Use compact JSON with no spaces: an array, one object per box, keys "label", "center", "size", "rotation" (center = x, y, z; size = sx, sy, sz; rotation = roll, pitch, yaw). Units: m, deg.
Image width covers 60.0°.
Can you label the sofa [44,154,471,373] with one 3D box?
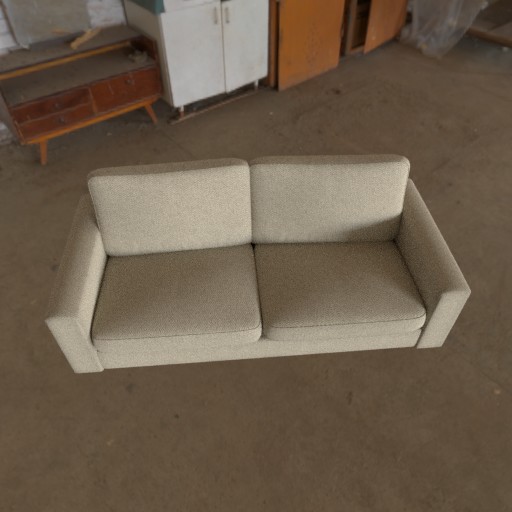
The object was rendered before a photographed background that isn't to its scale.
[{"label":"sofa","center":[0.000,0.000,2.639],"size":[2.179,0.873,1.016],"rotation":[-3,47,-3]}]
